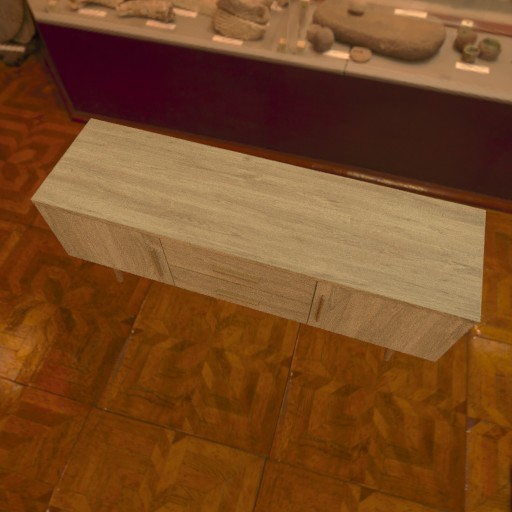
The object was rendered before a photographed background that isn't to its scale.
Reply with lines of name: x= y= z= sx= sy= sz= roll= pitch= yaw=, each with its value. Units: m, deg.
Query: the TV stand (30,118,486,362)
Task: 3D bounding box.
TV stand: x=0.000 y=0.000 z=1.563 sx=1.313 sy=0.565 sz=0.401 roll=15 pitch=59 yaw=9
